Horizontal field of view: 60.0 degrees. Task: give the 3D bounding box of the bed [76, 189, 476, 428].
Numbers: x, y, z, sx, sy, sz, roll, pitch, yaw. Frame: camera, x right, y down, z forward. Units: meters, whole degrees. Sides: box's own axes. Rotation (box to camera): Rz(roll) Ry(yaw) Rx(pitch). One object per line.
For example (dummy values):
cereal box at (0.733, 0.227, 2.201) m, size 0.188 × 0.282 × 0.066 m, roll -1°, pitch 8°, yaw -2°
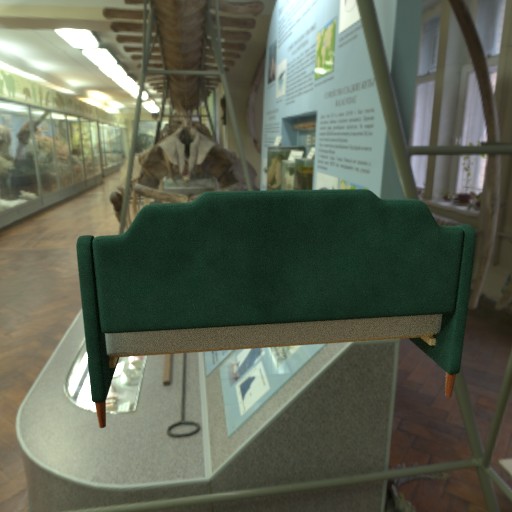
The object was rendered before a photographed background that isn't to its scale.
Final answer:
bed at (0.000, 0.000, 3.451) m, size 2.074 × 1.245 × 2.340 m, roll -2°, pitch 14°, yaw -8°
